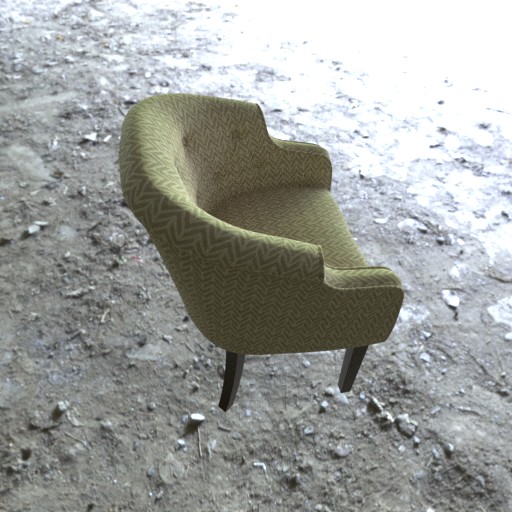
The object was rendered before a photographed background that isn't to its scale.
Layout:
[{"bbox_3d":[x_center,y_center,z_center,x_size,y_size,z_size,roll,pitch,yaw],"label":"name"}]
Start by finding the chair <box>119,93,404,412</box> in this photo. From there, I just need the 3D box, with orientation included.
[{"bbox_3d":[0.000,0.000,1.285,0.613,0.858,0.686,-8,47,-8],"label":"chair"}]
